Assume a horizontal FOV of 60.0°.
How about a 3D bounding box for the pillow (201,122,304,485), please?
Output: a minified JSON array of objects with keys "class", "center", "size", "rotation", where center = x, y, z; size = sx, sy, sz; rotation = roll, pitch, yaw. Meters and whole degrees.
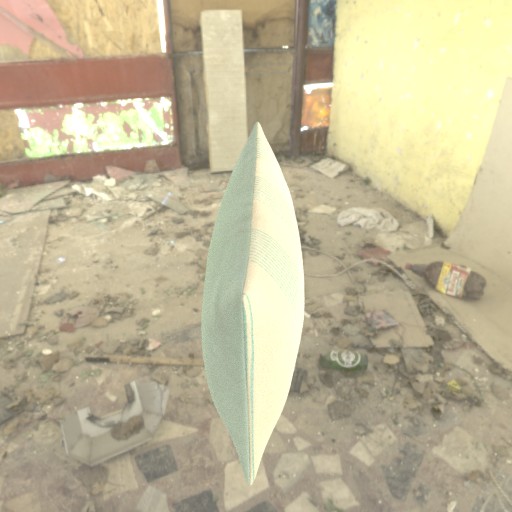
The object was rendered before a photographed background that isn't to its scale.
[{"class":"pillow","center":[0.000,0.000,0.724],"size":[0.151,0.287,0.610],"rotation":[1,31,1]}]
